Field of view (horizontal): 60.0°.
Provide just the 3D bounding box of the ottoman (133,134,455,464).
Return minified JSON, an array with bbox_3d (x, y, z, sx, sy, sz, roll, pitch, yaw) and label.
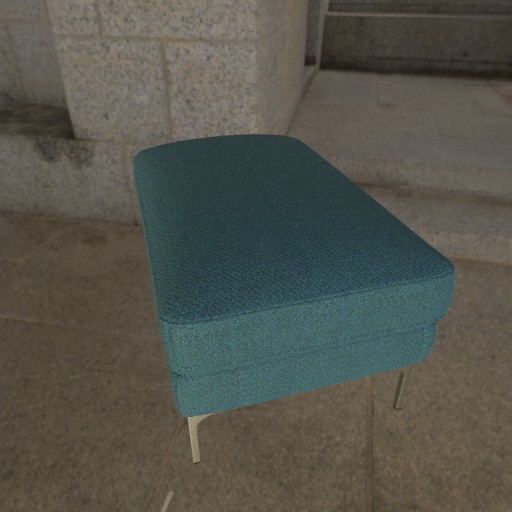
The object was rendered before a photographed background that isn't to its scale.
[{"bbox_3d":[0.000,0.000,1.185,0.563,0.498,0.856,-9,33,-14],"label":"ottoman"}]
